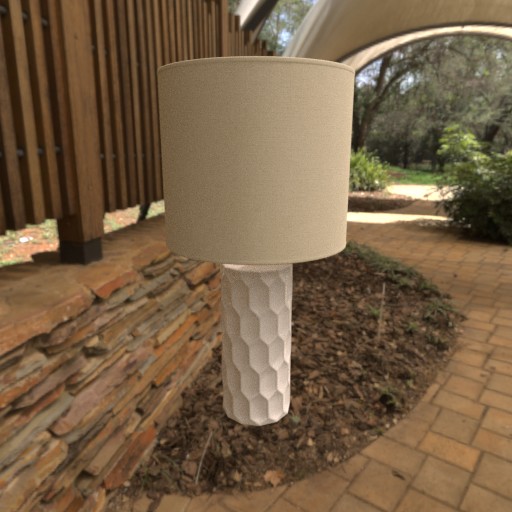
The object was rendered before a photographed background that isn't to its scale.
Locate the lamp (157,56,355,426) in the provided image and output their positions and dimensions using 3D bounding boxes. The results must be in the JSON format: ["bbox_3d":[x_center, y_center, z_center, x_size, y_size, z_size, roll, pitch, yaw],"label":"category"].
[{"bbox_3d":[0.000,0.000,0.700,0.277,0.537,0.277,2,15,9],"label":"lamp"}]
